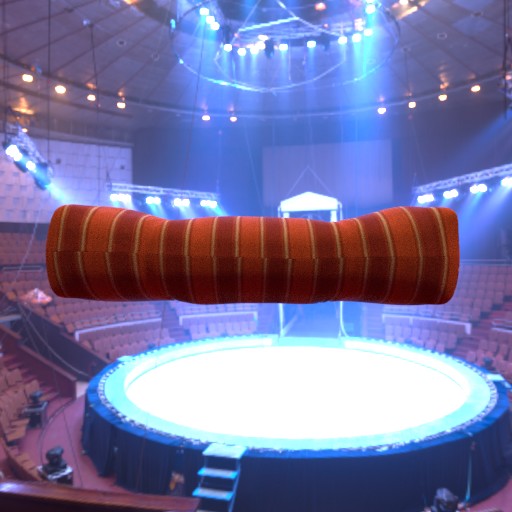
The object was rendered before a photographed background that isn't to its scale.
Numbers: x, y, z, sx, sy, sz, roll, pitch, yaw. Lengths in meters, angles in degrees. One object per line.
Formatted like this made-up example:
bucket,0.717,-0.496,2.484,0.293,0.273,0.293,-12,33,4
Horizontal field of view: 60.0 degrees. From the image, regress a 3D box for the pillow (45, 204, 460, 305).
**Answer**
pillow,0.000,0.000,0.724,0.490,0.133,0.468,0,-1,1
